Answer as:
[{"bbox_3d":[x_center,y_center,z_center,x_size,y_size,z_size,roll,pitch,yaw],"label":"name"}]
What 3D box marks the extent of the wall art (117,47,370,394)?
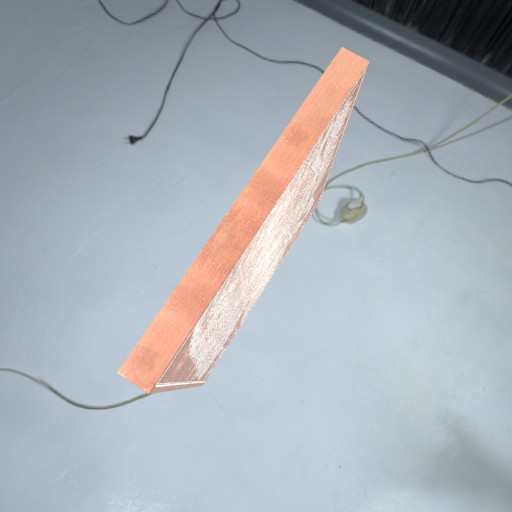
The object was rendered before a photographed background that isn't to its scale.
[{"bbox_3d":[0.000,0.000,0.626,0.035,0.403,0.403,31,77,8],"label":"wall art"}]
